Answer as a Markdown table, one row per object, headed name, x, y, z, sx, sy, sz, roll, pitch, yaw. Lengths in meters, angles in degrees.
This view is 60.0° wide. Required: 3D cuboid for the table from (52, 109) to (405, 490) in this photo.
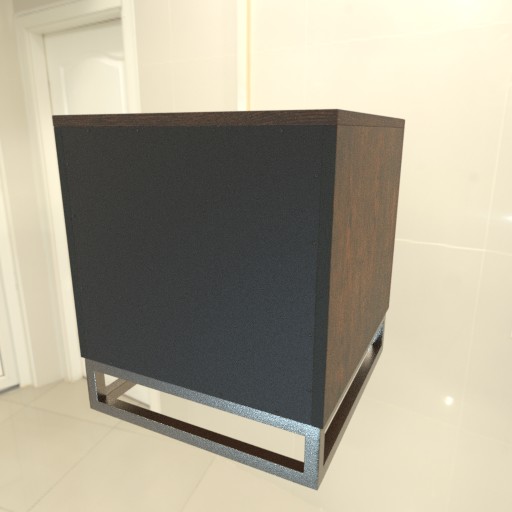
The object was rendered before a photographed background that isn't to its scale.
| name | x | y | z | sx | sy | sz | roll | pitch | yaw |
| --- | --- | --- | --- | --- | --- | --- | --- | --- | --- |
| table | 0.000 | 0.000 | 0.977 | 0.506 | 0.582 | 0.566 | 8 | 17 | 25 |
